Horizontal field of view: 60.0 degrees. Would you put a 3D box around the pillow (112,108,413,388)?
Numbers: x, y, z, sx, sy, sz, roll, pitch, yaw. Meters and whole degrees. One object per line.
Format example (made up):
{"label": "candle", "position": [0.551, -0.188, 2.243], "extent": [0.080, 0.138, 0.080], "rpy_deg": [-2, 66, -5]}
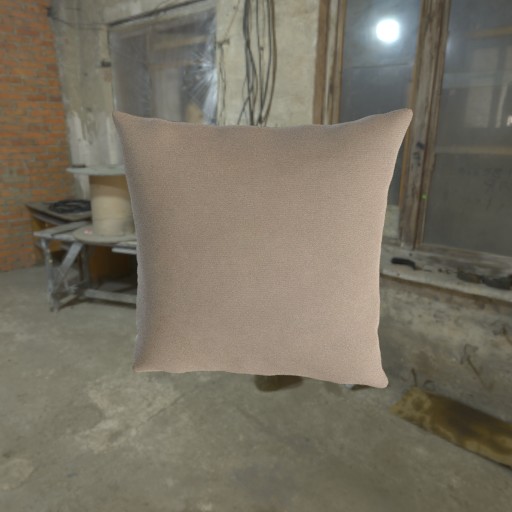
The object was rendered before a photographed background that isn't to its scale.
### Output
{"label": "pillow", "position": [0.000, 0.000, 0.690], "extent": [0.433, 0.434, 0.196], "rpy_deg": [2, 16, 7]}
